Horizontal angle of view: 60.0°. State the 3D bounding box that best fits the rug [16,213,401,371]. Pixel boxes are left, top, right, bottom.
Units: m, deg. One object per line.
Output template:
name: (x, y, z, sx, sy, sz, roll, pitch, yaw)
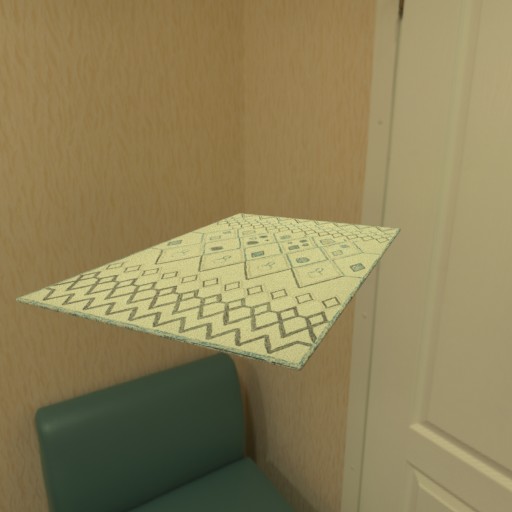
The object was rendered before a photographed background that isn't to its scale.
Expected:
rug: (0.000, 0.000, 2.967, 1.524, 0.015, 2.439, 8, 18, 24)
